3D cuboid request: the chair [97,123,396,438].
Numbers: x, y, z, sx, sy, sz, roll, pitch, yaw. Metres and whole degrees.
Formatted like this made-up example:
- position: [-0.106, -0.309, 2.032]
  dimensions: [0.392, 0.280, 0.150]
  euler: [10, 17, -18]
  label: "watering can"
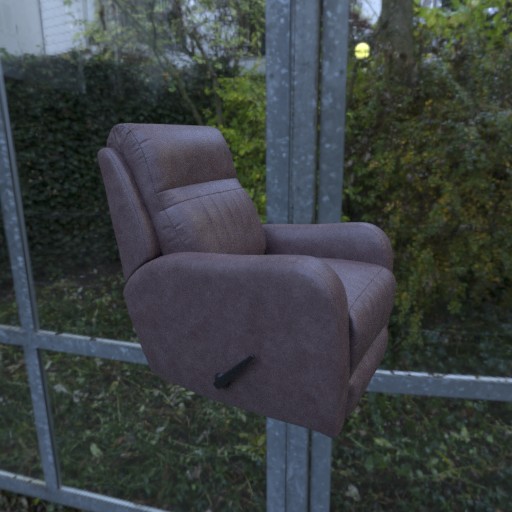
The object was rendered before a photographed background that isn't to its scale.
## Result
- position: [0.000, 0.000, 1.845]
  dimensions: [1.067, 1.067, 0.865]
  euler: [8, 16, 27]
  label: "chair"
